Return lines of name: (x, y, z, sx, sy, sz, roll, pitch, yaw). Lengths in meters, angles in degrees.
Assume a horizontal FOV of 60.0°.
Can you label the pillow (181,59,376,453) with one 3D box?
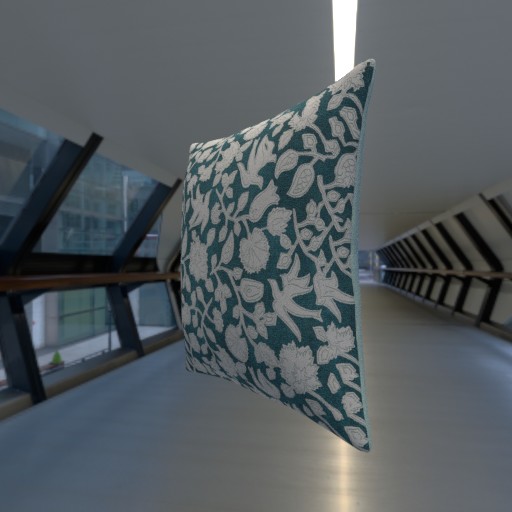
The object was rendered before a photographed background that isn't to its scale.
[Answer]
pillow: (0.000, 0.000, 0.783, 0.166, 0.508, 0.525, 0, -1, -35)
